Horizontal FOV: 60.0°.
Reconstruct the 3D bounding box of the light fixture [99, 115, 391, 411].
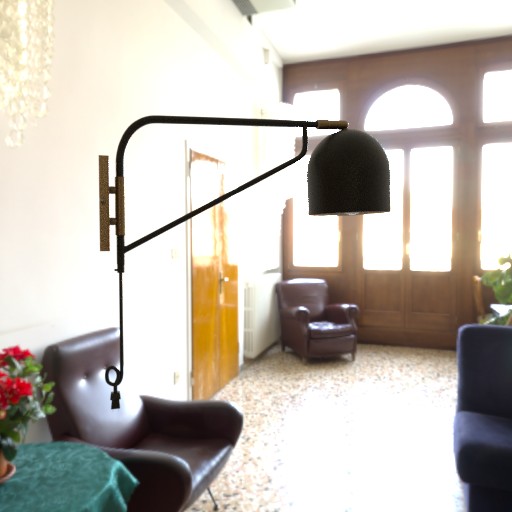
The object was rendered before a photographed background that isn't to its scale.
[{"bbox_3d":[0.000,0.000,1.088,0.720,0.696,0.215,-1,2,-17],"label":"light fixture"}]
